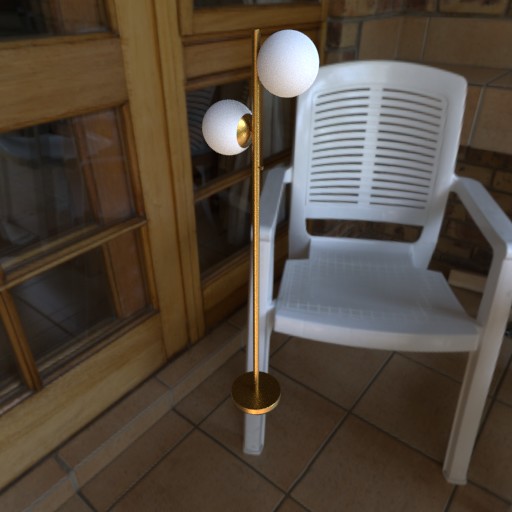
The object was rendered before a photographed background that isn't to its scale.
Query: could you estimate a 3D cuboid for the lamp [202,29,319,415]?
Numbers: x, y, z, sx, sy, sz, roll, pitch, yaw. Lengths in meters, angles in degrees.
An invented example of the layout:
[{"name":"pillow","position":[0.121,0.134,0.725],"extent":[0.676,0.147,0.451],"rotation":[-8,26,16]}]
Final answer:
[{"name":"lamp","position":[0.000,0.000,1.789],"extent":[0.419,1.641,0.249],"rotation":[18,36,27]}]
